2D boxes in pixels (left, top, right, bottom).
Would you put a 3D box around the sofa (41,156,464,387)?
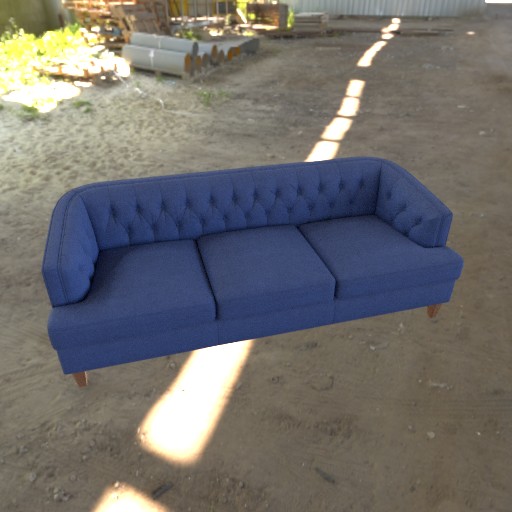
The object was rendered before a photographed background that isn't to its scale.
[{"bbox_3d":[0.000,0.000,2.657,2.235,0.787,0.914,-8,33,-13],"label":"sofa"}]
